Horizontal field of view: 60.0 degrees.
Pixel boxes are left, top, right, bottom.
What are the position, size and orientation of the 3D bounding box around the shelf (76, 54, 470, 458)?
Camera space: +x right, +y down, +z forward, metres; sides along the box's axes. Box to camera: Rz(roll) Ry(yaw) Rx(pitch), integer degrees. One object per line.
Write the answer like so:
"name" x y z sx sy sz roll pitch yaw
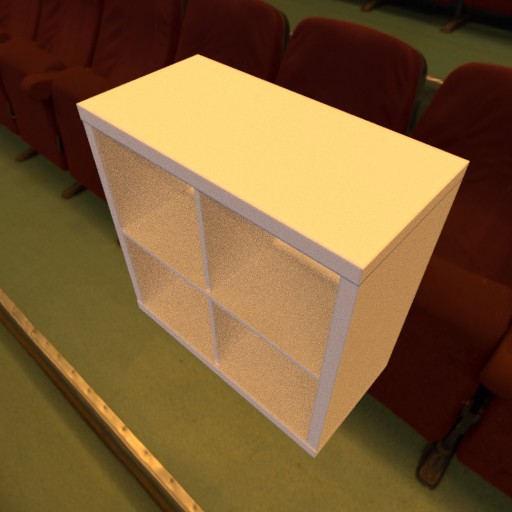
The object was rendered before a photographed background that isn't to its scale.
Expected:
"shelf" 0.000 0.000 1.245 0.790 0.786 0.390 33 54 28
